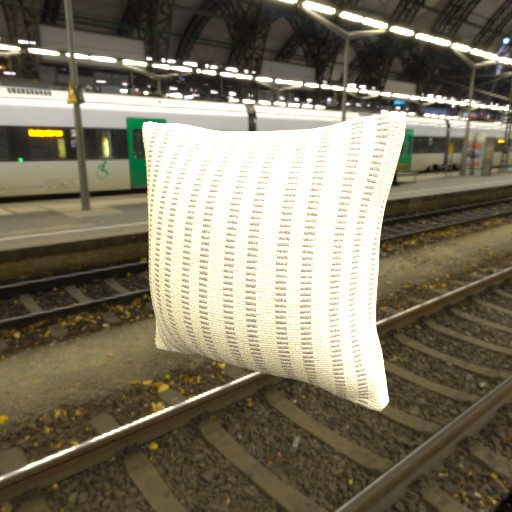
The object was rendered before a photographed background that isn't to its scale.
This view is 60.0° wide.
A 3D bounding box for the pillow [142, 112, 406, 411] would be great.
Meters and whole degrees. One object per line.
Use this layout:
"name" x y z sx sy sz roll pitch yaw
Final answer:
"pillow" 0.000 0.000 0.700 0.438 0.419 0.247 8 16 28
